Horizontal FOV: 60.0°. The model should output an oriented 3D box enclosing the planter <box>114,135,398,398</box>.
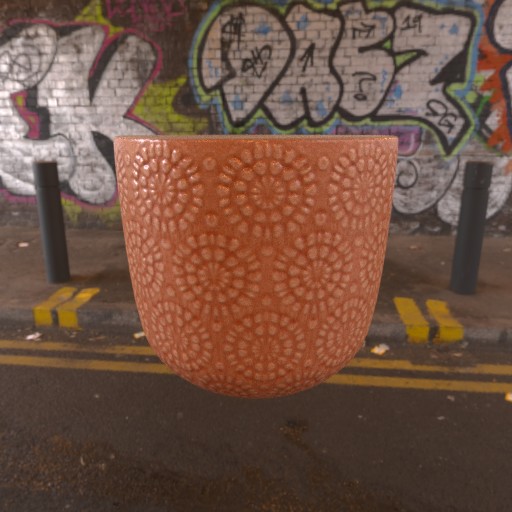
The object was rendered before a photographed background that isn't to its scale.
[{"bbox_3d":[0.000,0.000,0.363,0.208,0.190,0.208,0,16,0],"label":"planter"}]
